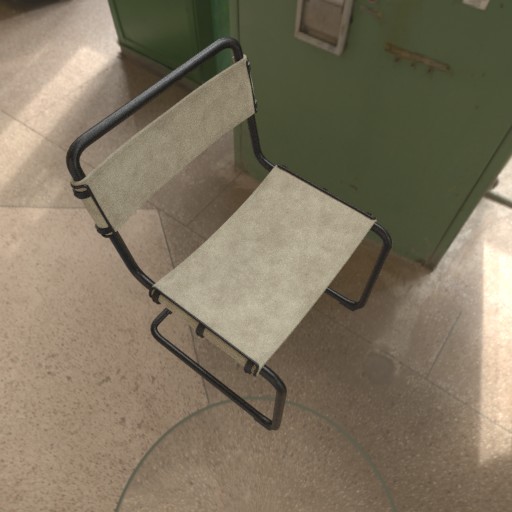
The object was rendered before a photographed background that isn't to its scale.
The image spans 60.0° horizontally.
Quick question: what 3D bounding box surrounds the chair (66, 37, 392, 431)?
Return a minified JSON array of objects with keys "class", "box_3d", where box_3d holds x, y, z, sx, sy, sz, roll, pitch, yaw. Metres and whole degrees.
[{"class":"chair","box_3d":[0.000,0.000,1.071,0.497,0.747,0.499,33,62,20]}]
